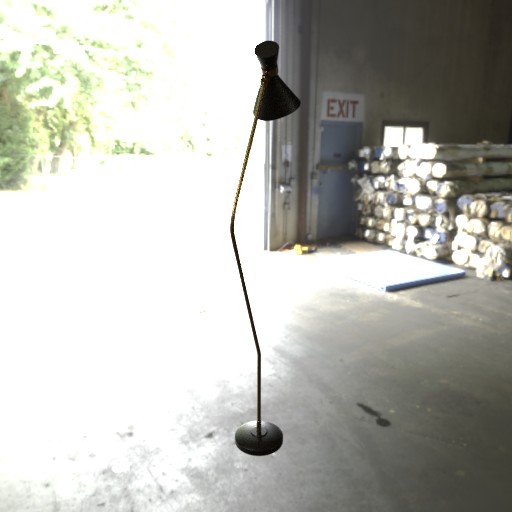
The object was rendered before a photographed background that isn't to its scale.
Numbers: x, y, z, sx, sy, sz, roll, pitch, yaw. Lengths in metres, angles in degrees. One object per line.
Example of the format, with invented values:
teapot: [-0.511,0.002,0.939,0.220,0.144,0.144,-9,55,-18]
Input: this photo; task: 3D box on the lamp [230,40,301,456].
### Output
lamp: [0.000,0.000,1.594,0.277,1.438,0.467,13,19,43]
